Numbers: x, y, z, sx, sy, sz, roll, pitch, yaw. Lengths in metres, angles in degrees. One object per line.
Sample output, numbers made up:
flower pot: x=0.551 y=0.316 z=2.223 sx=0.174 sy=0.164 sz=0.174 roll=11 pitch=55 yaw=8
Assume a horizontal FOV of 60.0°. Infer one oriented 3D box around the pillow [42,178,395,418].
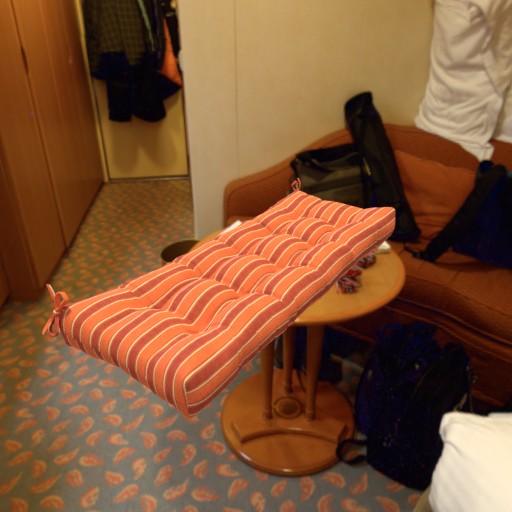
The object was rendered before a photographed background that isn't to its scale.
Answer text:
pillow: x=0.000 y=0.000 z=1.371 sx=0.511 sy=0.174 sz=1.194 roll=18 pitch=31 yaw=31
